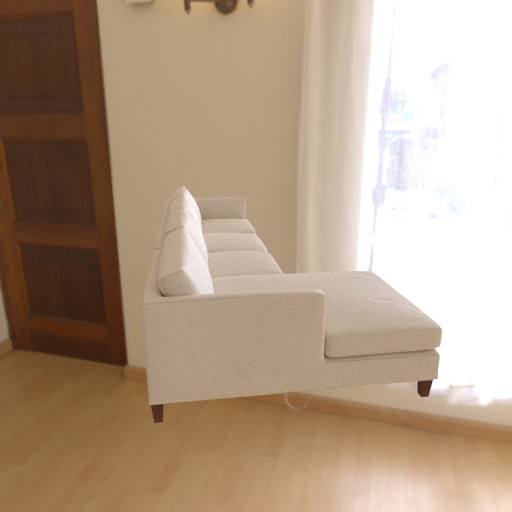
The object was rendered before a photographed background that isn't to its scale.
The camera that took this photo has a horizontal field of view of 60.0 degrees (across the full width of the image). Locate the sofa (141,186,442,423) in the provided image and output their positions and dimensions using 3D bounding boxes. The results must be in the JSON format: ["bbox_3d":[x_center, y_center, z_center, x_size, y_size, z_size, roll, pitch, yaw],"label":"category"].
[{"bbox_3d":[0.000,0.000,3.803,1.625,0.846,3.186,-3,17,-8],"label":"sofa"}]
